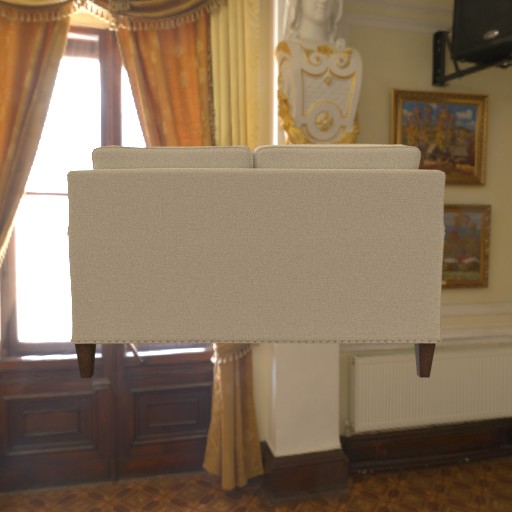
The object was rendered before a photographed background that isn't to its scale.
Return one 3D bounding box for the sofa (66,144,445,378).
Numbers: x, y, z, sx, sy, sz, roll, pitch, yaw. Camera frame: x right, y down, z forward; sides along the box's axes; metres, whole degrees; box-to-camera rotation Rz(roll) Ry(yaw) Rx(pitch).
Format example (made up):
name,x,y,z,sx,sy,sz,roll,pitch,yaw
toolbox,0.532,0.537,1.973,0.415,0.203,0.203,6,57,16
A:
name,x,y,z,sx,sy,sz,roll,pitch,yaw
sofa,0.000,0.000,2.287,1.597,1.003,1.084,0,2,0
